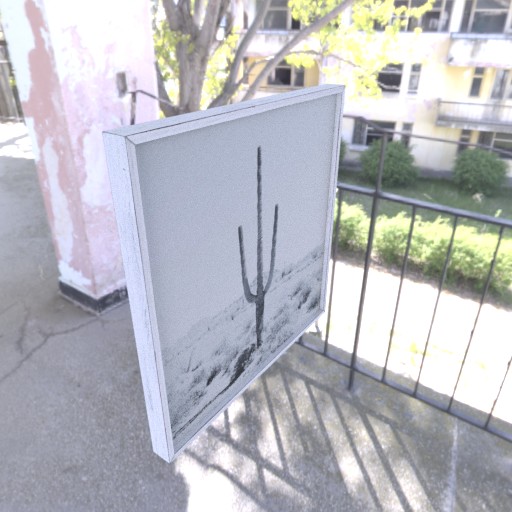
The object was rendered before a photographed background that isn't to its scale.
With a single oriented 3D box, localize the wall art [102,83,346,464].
[{"bbox_3d":[0.000,0.000,0.766,0.038,0.508,0.508,19,33,31],"label":"wall art"}]
